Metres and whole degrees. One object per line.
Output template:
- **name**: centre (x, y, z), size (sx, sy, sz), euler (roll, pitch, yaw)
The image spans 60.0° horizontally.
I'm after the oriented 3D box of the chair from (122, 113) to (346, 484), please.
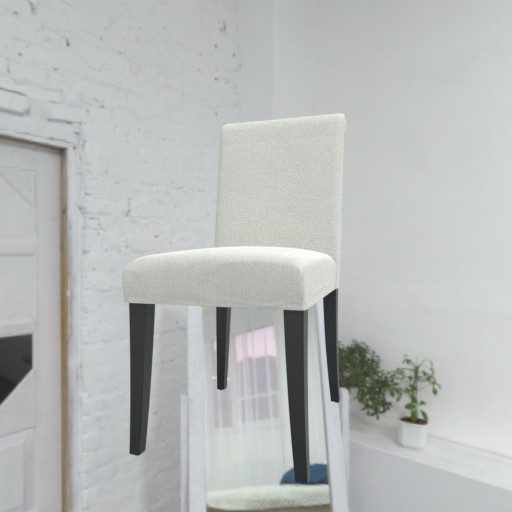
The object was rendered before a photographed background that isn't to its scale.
- **chair**: centre (0.000, 0.000, 1.324), size (0.452, 0.976, 0.708), euler (0, 1, 18)
